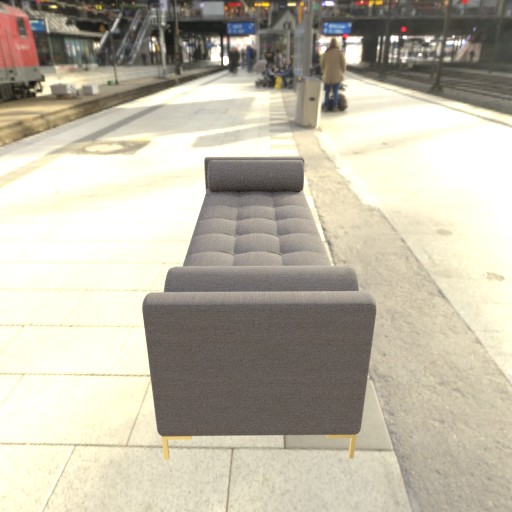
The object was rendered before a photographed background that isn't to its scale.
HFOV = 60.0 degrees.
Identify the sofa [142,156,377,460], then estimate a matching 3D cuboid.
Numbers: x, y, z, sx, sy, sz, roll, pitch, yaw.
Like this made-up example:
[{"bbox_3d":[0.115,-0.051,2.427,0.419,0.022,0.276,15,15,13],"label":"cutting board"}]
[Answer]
[{"bbox_3d":[0.000,0.000,2.287,0.686,0.635,1.981,0,25,-1],"label":"sofa"}]
